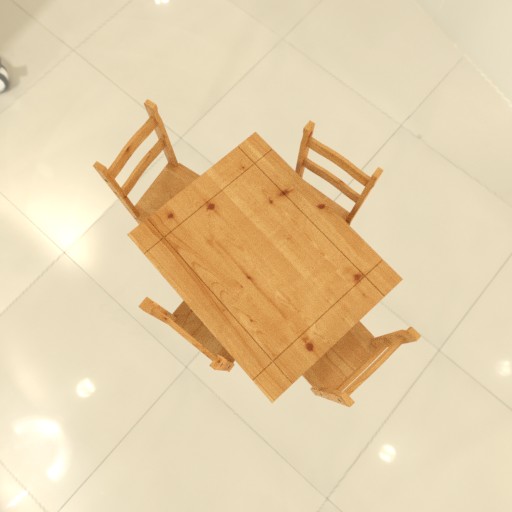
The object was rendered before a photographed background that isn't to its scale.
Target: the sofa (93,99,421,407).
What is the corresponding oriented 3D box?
[{"bbox_3d":[0.000,0.000,2.288,1.144,1.000,1.529,-41,79,-10],"label":"sofa"}]
